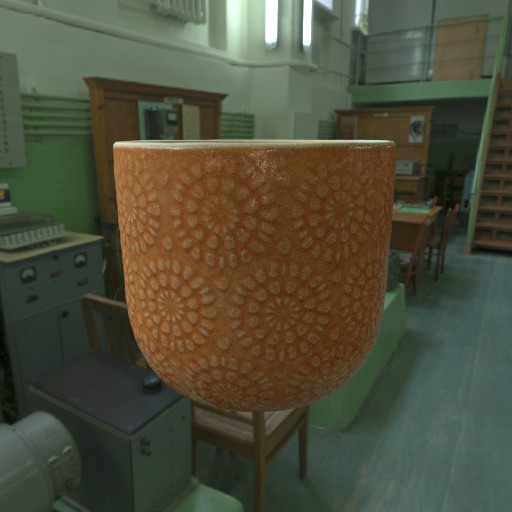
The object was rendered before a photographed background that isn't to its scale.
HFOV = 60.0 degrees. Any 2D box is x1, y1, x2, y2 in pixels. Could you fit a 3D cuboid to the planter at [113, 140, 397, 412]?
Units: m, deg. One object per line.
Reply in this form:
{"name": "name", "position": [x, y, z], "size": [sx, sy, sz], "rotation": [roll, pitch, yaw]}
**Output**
{"name": "planter", "position": [0.000, 0.000, 0.288], "size": [0.170, 0.152, 0.170], "rotation": [0, 15, 0]}
